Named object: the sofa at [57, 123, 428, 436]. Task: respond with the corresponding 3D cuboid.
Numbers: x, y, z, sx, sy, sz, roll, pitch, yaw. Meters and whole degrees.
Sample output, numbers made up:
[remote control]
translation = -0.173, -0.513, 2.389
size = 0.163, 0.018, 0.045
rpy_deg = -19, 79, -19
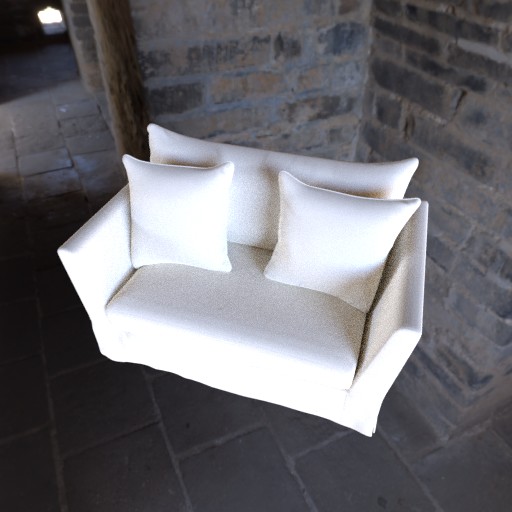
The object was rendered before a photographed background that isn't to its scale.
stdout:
[sofa]
translation = 0.000, 0.000, 2.317
size = 1.608, 1.039, 1.026
rpy_deg = 12, 41, 14
